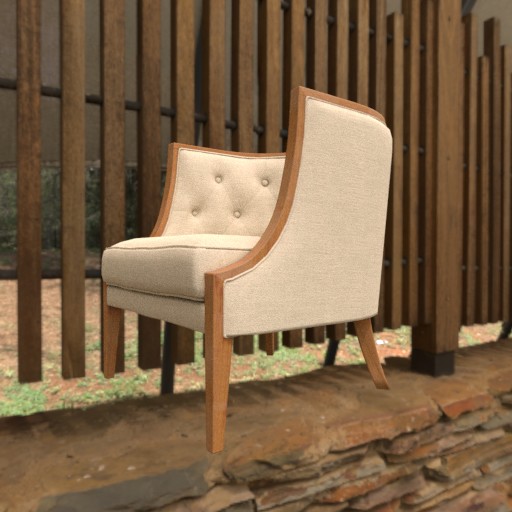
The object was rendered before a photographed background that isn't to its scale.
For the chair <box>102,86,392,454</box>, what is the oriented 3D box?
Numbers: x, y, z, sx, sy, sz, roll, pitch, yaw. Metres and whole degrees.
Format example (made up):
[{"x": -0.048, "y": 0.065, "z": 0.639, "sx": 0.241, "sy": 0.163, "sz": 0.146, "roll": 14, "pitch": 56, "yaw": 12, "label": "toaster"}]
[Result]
[{"x": 0.000, "y": 0.000, "z": 1.354, "sx": 0.757, "sy": 0.775, "sz": 0.711, "roll": 0, "pitch": 1, "yaw": -37, "label": "chair"}]
